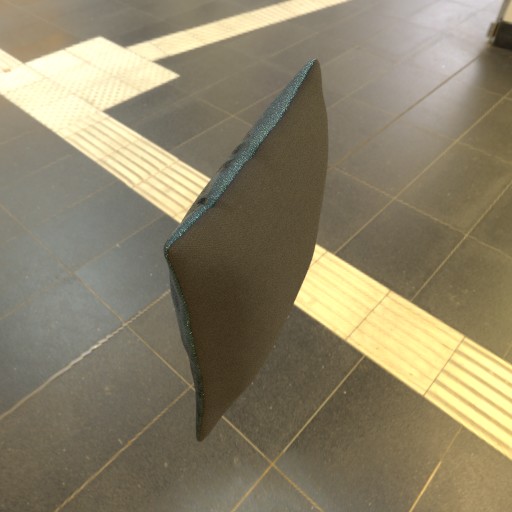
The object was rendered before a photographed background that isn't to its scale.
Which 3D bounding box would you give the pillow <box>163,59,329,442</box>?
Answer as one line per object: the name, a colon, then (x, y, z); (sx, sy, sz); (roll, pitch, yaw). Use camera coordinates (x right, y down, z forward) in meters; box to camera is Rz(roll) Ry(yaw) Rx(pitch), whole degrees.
pillow: (0.000, 0.000, 0.661); (0.138, 0.430, 0.436); (18, 50, 15)
